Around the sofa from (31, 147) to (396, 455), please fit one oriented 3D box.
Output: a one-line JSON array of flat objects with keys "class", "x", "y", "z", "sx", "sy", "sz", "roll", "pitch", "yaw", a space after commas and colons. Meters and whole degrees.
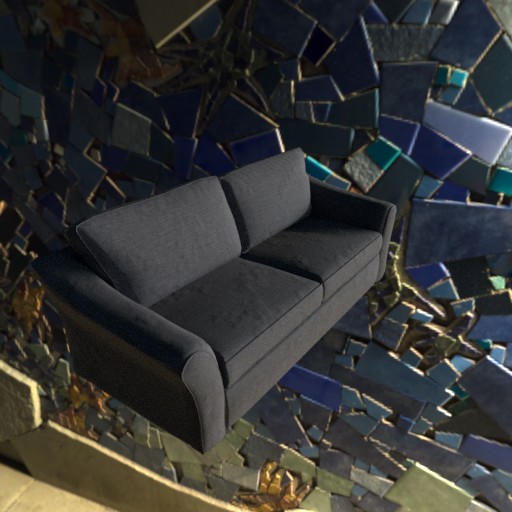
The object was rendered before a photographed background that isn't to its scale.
[{"class": "sofa", "x": 0.000, "y": 0.000, "z": 2.717, "sx": 0.971, "sy": 0.950, "sz": 2.270, "roll": 18, "pitch": 31, "yaw": 32}]
